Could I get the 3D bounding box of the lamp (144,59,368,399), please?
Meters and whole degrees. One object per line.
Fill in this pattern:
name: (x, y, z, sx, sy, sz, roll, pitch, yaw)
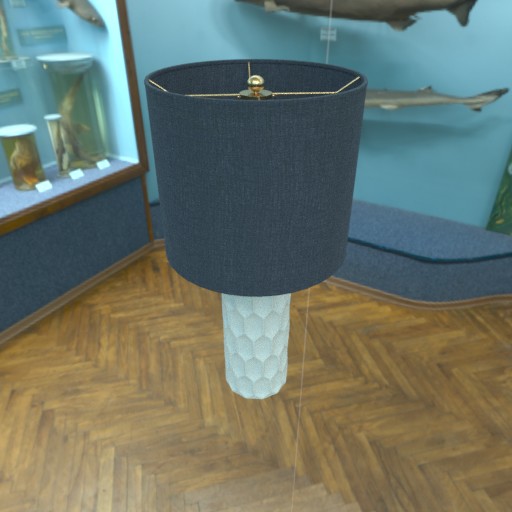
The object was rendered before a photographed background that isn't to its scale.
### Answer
lamp: (0.000, 0.000, 0.701, 0.277, 0.537, 0.277, 19, 37, 28)
